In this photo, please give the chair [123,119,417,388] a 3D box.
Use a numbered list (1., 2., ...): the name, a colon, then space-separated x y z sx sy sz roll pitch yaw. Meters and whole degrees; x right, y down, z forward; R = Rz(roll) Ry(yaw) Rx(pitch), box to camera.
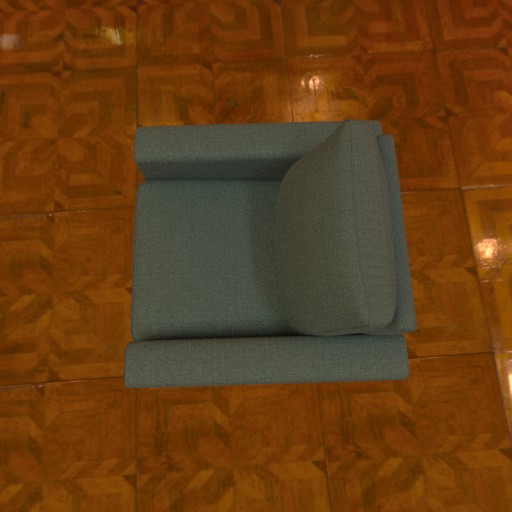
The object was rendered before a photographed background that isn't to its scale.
1. chair: 0.000 0.000 1.852 1.038 1.010 1.024 -2 75 0
